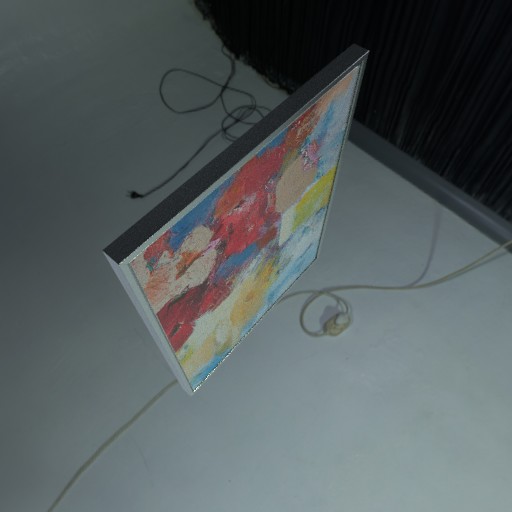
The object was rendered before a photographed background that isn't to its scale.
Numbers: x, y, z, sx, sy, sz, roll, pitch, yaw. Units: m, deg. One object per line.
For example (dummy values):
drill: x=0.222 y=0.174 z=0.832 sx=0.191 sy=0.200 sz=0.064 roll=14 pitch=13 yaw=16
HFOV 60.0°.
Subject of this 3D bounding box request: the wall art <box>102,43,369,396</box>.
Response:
wall art: x=0.000 y=0.000 z=0.773 sx=0.025 sy=0.569 sz=0.444 roll=37 pitch=66 yaw=19
